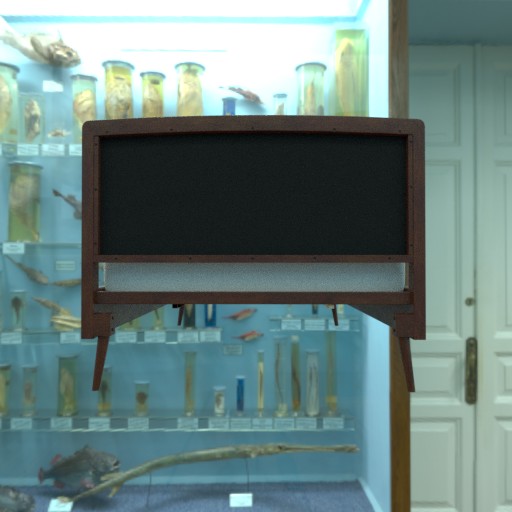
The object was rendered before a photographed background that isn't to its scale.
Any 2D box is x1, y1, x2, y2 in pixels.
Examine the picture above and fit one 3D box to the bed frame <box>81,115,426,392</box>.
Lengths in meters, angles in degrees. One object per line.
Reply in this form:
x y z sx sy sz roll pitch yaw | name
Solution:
0.000 0.000 3.121 1.587 1.279 2.171 0 -1 1 | bed frame
